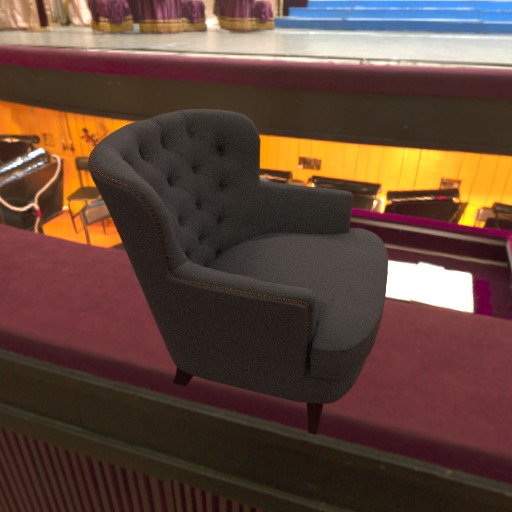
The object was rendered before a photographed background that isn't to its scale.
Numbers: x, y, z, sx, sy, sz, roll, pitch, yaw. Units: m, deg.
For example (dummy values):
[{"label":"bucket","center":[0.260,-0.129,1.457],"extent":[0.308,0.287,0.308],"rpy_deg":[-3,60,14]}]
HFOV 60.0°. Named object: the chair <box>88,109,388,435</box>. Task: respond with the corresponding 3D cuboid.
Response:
[{"label":"chair","center":[0.000,0.000,1.560],"extent":[0.906,0.868,0.848],"rpy_deg":[9,31,16]}]
